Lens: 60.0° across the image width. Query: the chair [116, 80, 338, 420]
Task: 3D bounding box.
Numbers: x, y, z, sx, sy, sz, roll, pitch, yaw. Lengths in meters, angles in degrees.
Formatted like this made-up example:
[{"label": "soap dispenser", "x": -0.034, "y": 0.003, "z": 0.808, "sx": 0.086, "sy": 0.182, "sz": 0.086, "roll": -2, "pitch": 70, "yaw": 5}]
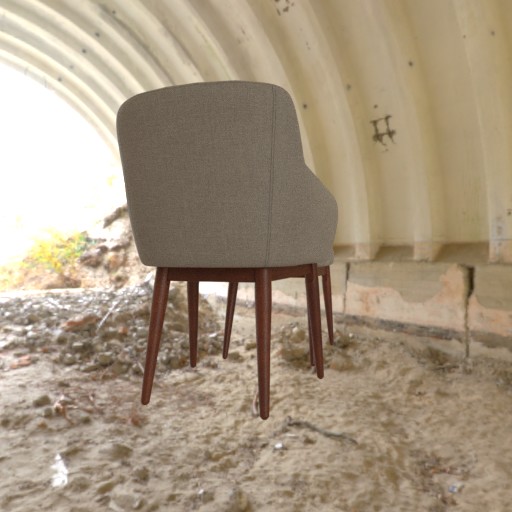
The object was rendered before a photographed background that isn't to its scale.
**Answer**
[{"label": "chair", "x": 0.000, "y": 0.000, "z": 1.537, "sx": 0.584, "sy": 0.799, "sz": 1.107, "roll": 0, "pitch": 0, "yaw": 19}]
